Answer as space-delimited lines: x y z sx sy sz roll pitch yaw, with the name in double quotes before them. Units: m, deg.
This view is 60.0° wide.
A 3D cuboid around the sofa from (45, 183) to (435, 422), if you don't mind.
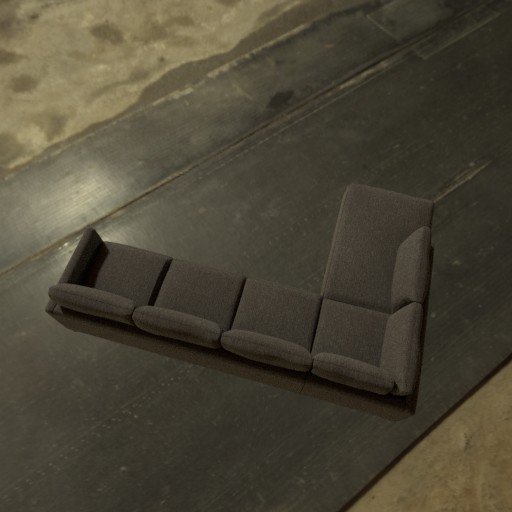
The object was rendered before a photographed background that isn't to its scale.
"sofa" 0.000 0.000 3.894 2.949 0.815 2.007 14 65 7
